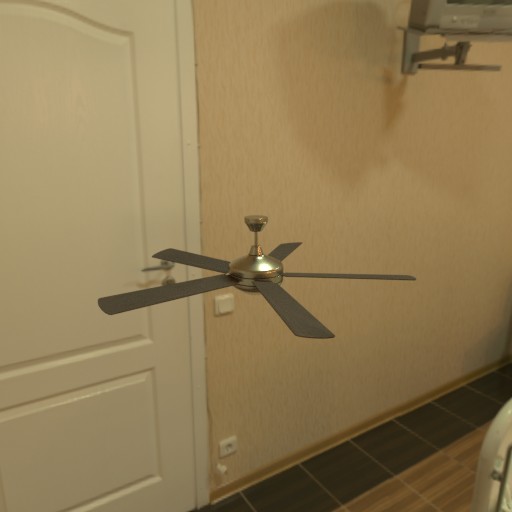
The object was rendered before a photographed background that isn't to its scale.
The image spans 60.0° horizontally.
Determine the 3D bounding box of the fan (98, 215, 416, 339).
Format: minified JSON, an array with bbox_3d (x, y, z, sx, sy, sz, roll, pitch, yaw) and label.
[{"bbox_3d":[0.000,0.000,2.003,1.321,0.356,1.321,8,16,28],"label":"fan"}]
